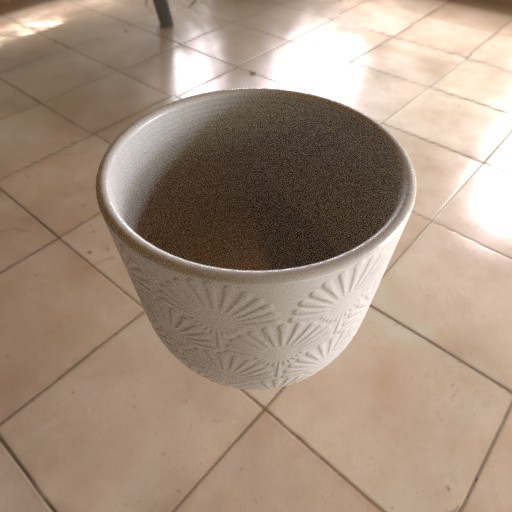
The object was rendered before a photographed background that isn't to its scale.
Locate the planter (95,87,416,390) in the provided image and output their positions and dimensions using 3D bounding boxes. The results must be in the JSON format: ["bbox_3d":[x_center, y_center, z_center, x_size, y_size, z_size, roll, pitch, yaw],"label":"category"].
[{"bbox_3d":[0.000,0.000,0.295,0.170,0.152,0.170,0,47,0],"label":"planter"}]
